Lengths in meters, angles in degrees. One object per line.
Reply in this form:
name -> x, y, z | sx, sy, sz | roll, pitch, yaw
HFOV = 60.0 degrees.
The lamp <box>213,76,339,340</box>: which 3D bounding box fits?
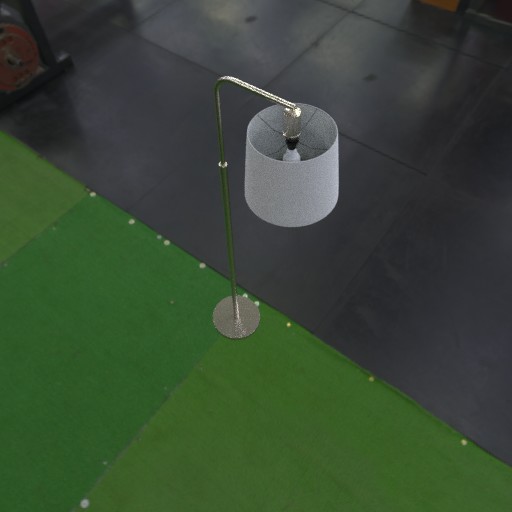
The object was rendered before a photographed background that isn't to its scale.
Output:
lamp -> 0.000, 0.000, 1.651 | 0.508, 1.478, 0.254 | 35, 64, 20
